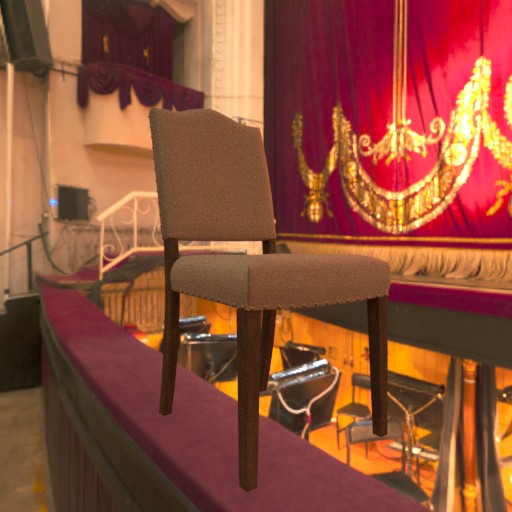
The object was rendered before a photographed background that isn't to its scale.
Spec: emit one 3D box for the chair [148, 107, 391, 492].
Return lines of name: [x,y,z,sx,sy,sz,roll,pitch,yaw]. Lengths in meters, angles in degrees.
chair: [0.000,0.000,1.348,0.508,1.020,0.620,-1,2,-37]
